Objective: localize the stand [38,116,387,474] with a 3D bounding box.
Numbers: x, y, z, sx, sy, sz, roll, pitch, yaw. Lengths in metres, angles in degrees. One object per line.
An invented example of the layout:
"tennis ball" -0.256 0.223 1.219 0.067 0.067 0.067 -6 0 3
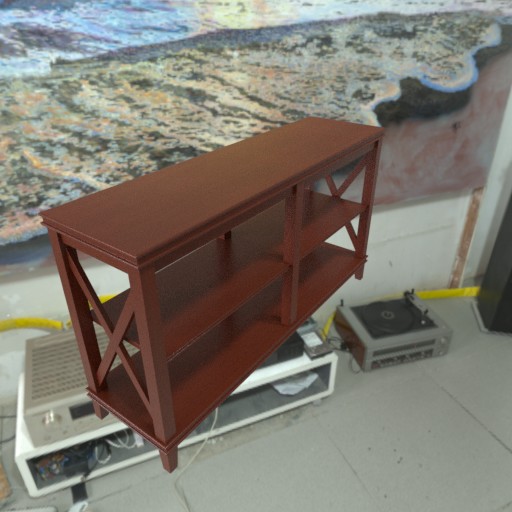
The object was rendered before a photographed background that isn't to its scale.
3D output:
"stand" 0.000 0.000 1.707 0.381 0.762 1.372 20 36 31
